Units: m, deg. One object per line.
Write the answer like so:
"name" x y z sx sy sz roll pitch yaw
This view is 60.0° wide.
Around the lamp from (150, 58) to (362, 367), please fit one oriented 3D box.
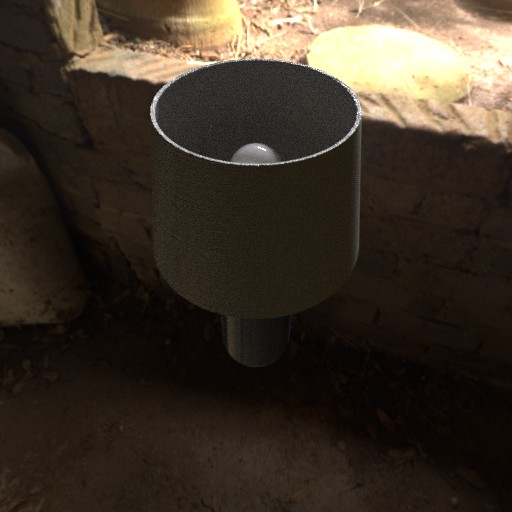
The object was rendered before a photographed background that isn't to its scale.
"lamp" 0.000 0.000 0.580 0.253 0.428 0.253 0 47 0
